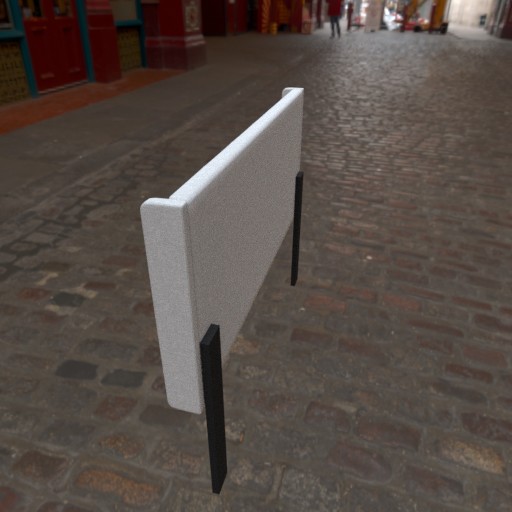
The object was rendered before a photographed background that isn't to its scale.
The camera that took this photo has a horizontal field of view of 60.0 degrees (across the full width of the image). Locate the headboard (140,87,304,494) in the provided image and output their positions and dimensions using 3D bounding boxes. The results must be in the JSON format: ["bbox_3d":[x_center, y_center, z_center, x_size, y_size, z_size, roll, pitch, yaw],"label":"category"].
[{"bbox_3d":[0.000,0.000,2.580,0.184,1.524,2.051,8,31,13],"label":"headboard"}]
